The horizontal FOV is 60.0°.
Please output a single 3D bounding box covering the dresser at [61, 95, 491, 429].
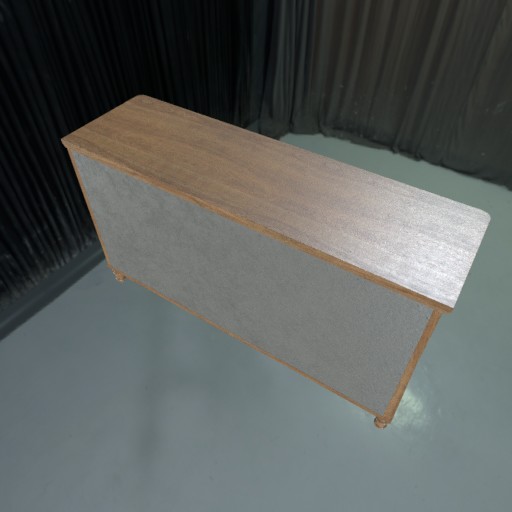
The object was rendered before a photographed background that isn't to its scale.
[{"bbox_3d":[0.000,0.000,1.963,1.583,0.892,0.468,25,51,22],"label":"dresser"}]
